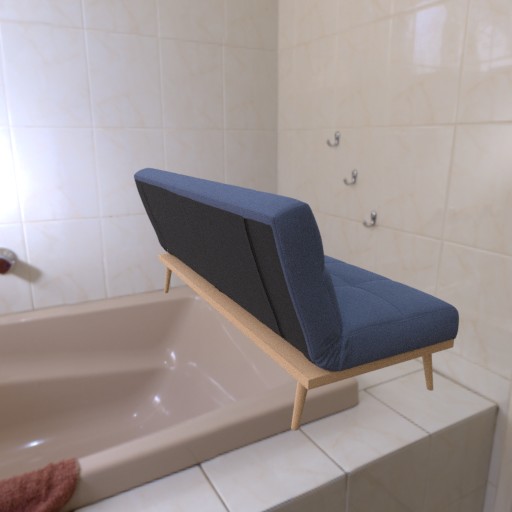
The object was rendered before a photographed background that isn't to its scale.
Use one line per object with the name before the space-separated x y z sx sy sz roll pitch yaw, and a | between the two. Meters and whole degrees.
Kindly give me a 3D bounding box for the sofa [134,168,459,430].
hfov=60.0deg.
sofa | 0.000 0.000 2.214 0.796 0.800 1.800 -7 16 -26
